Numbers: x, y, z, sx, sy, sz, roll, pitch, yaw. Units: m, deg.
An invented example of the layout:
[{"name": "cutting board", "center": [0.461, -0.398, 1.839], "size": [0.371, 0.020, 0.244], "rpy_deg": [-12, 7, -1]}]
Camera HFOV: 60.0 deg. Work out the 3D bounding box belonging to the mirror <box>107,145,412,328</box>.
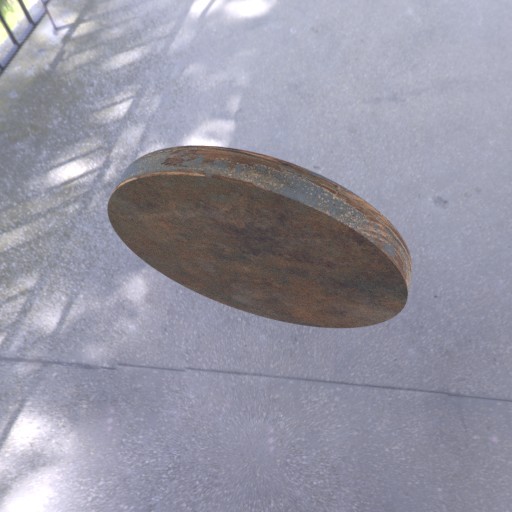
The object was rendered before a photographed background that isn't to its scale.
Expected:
[{"name": "mirror", "center": [0.000, 0.000, 0.878], "size": [0.585, 0.585, 0.061], "rpy_deg": [16, 66, 7]}]
